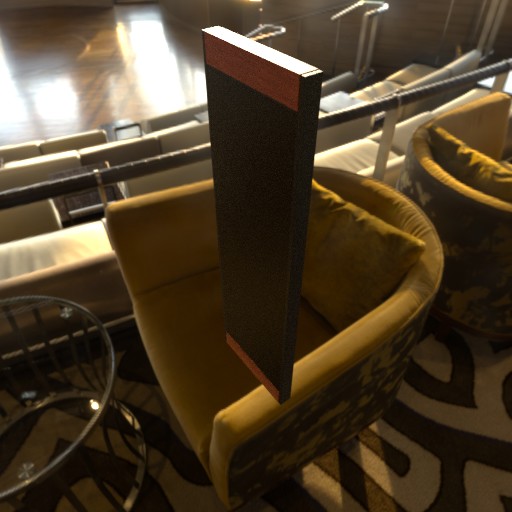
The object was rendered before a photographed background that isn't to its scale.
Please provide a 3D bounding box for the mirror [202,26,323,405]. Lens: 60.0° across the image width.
[{"bbox_3d":[0.000,0.000,1.262,0.047,1.123,0.343,-27,49,-26],"label":"mirror"}]
